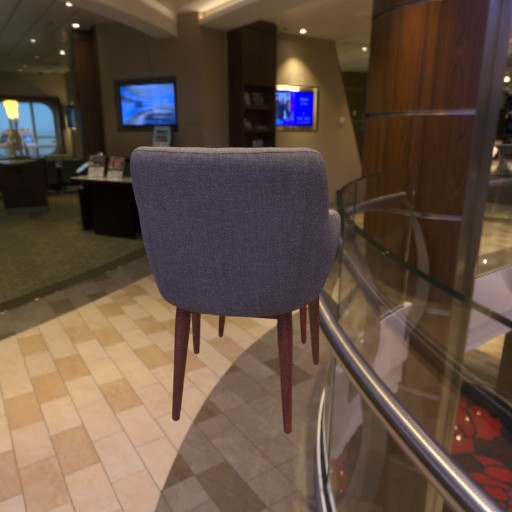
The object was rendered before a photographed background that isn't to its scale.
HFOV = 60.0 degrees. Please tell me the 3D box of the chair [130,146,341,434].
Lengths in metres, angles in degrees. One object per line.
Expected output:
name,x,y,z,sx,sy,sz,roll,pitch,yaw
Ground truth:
chair,0.000,0.000,1.593,0.584,0.799,1.107,3,16,10
